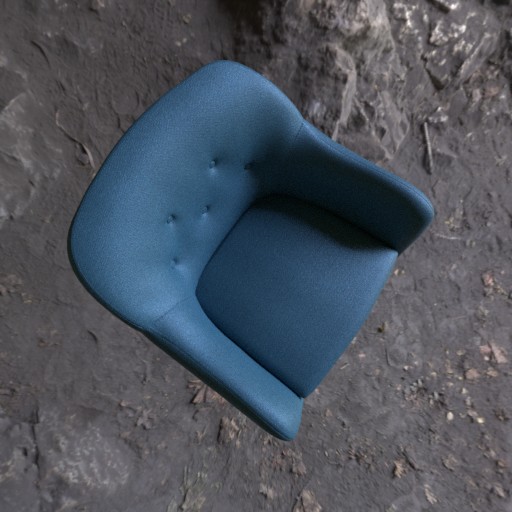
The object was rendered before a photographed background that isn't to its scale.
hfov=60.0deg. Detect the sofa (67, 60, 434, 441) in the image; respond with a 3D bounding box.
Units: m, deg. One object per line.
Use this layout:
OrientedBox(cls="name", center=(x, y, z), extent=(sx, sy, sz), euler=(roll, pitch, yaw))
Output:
OrientedBox(cls="sofa", center=(0.000, 0.000, 1.477), extent=(0.825, 0.817, 0.836), euler=(34, 79, 8))
